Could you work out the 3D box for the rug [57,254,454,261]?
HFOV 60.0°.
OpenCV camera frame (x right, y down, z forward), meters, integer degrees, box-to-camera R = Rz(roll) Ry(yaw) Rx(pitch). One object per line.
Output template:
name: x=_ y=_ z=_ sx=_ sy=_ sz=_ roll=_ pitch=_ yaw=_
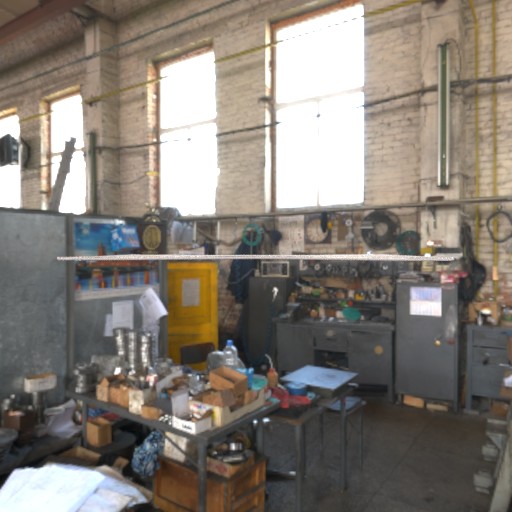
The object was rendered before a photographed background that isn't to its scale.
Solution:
rug: x=0.000 y=0.000 z=2.929 sx=1.604 sy=0.030 sz=2.307 roll=0 pitch=0 yaw=0
